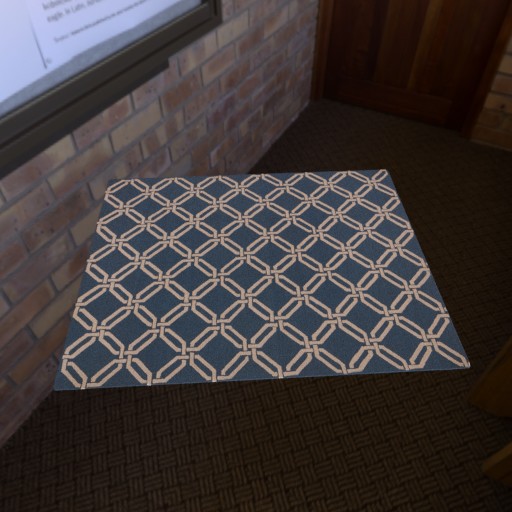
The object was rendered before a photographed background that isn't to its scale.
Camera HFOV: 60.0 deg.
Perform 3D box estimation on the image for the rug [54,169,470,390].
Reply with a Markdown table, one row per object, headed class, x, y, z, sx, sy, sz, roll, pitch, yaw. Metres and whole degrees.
| class | x | y | z | sx | sy | sz | roll | pitch | yaw |
| --- | --- | --- | --- | --- | --- | --- | --- | --- | --- |
| rug | 0.000 | 0.000 | 3.786 | 2.867 | 0.020 | 2.277 | -3 | 48 | -2 |
